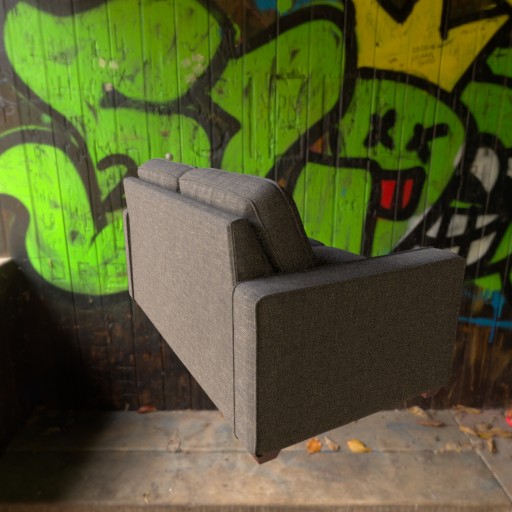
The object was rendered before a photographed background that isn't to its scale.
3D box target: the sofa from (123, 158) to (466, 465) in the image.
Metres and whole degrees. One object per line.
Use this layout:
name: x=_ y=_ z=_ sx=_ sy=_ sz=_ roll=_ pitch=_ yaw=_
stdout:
sofa: x=0.000 y=0.000 z=2.216 sx=0.947 sy=0.918 sz=1.709 roll=-9 pitch=18 yaw=-27
